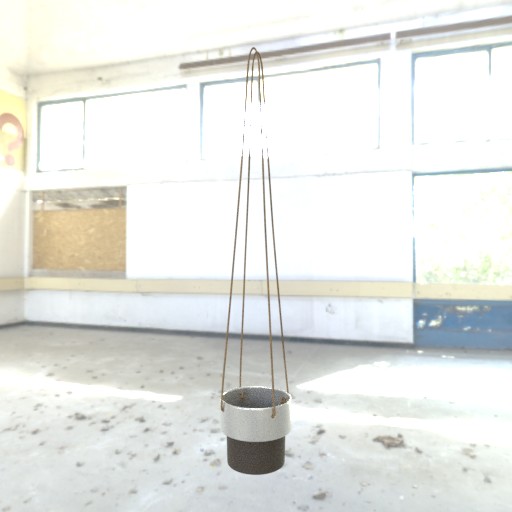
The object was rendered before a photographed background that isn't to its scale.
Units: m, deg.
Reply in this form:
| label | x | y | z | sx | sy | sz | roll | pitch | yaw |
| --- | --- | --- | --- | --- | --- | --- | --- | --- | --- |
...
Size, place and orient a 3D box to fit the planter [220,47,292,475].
| label | x | y | z | sx | sy | sz | roll | pitch | yaw |
| --- | --- | --- | --- | --- | --- | --- | --- | --- | --- |
| planter | 0.000 | 0.000 | 1.158 | 0.187 | 1.073 | 0.187 | 0 | 0 | 18 |
